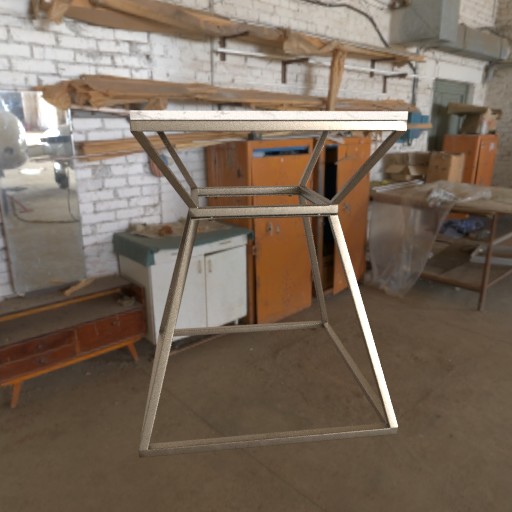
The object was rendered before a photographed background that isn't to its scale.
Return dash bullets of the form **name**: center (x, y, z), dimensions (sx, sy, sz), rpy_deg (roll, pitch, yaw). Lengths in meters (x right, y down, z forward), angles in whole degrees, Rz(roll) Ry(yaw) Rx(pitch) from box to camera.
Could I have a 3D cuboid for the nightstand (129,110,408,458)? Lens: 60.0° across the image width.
- **nightstand**: center (0.000, 0.000, 0.906), dimensions (0.455, 0.554, 0.455), rpy_deg (-2, 17, -7)
